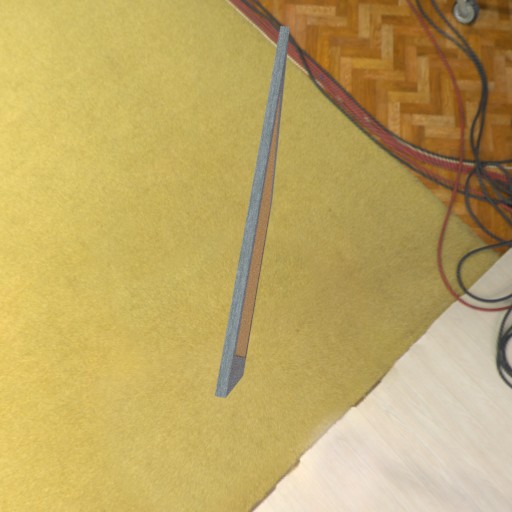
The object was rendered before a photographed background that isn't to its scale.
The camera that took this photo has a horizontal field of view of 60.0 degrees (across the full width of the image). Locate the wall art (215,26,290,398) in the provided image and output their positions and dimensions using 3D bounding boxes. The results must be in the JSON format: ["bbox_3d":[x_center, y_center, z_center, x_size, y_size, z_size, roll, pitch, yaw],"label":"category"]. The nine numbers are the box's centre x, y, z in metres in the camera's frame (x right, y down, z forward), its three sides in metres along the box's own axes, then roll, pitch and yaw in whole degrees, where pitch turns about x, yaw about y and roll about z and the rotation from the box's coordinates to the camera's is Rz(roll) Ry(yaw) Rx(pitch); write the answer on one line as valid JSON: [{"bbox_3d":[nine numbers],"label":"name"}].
[{"bbox_3d":[0.000,0.000,1.384,0.020,1.070,0.768,9,77,2],"label":"wall art"}]
